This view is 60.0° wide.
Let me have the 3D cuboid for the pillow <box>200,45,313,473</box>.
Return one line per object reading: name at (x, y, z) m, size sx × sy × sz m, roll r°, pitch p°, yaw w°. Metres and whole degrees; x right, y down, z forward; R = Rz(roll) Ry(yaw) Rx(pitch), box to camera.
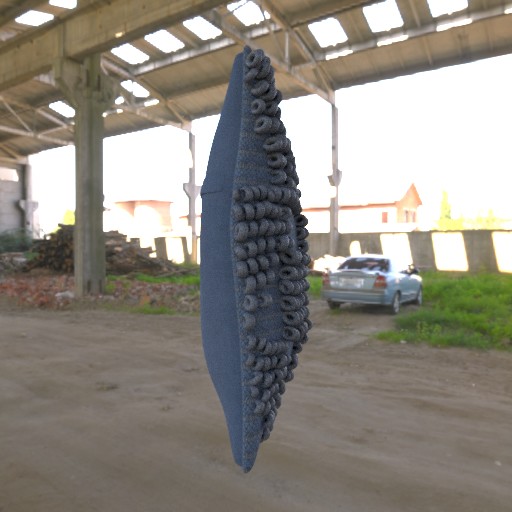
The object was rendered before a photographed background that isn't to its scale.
pillow at (0.000, 0.000, 0.706) m, size 0.172 × 0.466 × 0.469 m, roll 0°, pitch 0°, yaw 0°
